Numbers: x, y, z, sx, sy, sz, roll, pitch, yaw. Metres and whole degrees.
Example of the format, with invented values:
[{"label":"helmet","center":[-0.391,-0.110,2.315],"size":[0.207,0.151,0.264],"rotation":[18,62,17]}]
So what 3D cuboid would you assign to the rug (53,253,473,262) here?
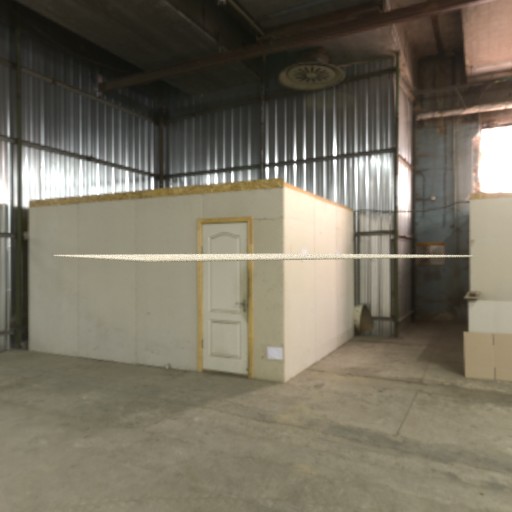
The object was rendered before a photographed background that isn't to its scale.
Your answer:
[{"label":"rug","center":[0.000,0.000,4.111],"size":[3.050,0.015,2.441],"rotation":[-1,1,-34]}]
